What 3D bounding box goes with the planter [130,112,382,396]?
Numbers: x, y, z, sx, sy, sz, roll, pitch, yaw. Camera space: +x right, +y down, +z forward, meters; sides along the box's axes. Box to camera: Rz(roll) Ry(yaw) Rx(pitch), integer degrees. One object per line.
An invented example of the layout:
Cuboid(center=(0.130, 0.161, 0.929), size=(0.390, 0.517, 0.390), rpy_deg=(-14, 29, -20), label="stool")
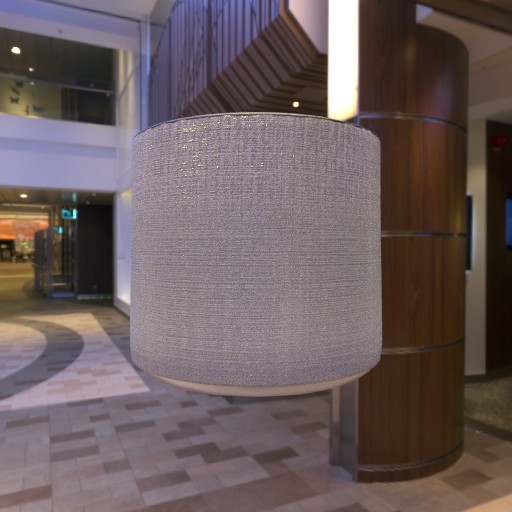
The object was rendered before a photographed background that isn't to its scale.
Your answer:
Cuboid(center=(0.000, 0.000, 0.229), size=(0.125, 0.112, 0.125), rpy_deg=(0, 1, 0), label="planter")
